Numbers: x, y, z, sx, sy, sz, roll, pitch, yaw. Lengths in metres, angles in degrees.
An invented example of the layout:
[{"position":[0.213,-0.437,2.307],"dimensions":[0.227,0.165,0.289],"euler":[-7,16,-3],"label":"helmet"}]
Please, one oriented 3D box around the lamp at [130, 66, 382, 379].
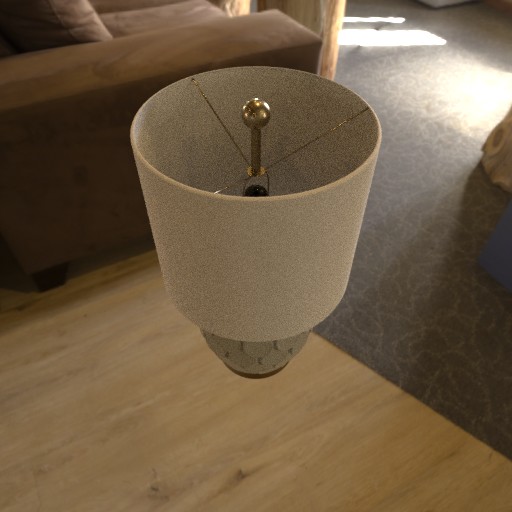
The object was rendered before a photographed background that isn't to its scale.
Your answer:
[{"position":[0.000,0.000,0.604],"dimensions":[0.254,0.452,0.254],"euler":[0,47,0],"label":"lamp"}]
